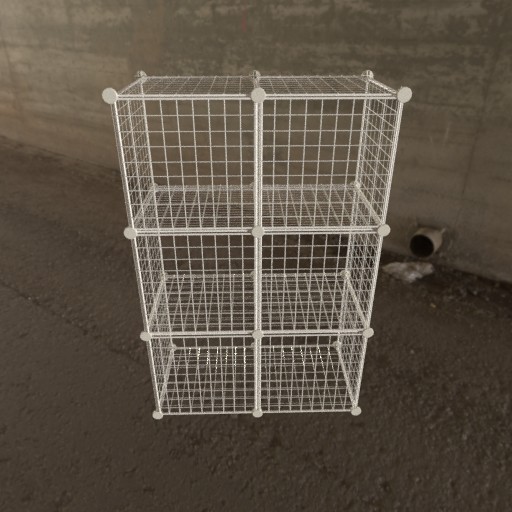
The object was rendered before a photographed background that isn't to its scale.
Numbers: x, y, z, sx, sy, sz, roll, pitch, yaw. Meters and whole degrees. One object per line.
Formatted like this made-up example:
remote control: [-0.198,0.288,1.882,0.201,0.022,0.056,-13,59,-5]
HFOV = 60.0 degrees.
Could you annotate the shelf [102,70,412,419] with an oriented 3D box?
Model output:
shelf: [0.000,0.000,1.421,0.711,1.067,0.356,-1,29,-1]
